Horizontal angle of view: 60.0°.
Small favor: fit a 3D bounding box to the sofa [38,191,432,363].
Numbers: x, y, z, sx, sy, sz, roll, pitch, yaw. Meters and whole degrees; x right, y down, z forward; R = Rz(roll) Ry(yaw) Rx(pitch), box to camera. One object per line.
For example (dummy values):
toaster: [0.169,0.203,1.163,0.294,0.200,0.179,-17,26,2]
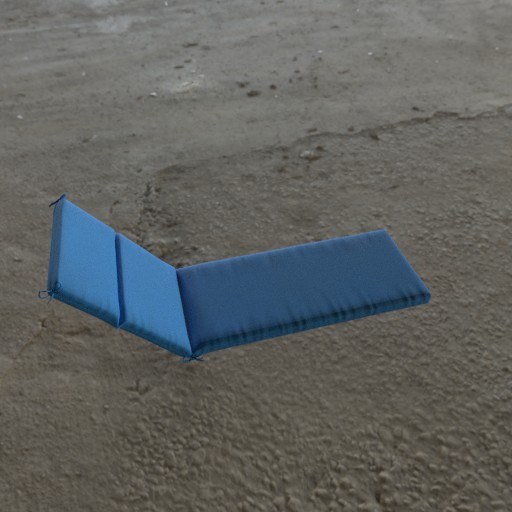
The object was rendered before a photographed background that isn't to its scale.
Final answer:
sofa: [0.000,0.000,2.020,1.663,0.622,0.582,-11,46,-11]
